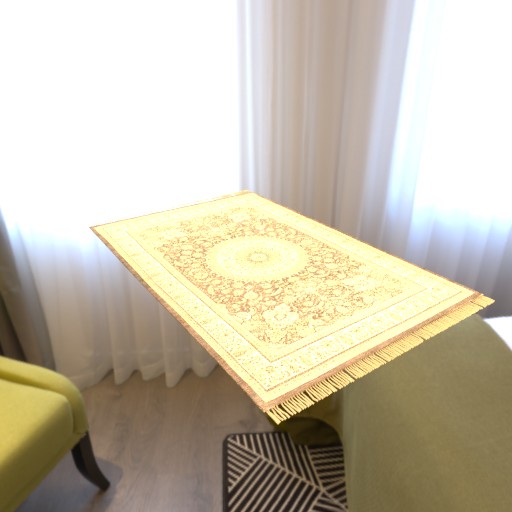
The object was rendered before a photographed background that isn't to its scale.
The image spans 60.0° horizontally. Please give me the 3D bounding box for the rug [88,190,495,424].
[{"bbox_3d":[0.000,0.000,4.125,2.143,0.015,3.422,-17,31,-31],"label":"rug"}]
